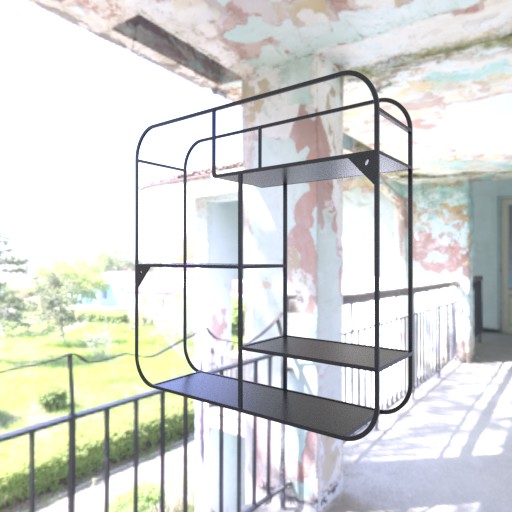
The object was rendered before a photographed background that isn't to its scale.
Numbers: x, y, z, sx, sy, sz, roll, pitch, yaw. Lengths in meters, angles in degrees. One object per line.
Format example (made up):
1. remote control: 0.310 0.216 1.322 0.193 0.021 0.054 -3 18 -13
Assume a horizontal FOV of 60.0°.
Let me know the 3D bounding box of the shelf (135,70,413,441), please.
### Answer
1. shelf: 0.000 0.000 0.929 0.600 0.600 0.160 0 0 38
